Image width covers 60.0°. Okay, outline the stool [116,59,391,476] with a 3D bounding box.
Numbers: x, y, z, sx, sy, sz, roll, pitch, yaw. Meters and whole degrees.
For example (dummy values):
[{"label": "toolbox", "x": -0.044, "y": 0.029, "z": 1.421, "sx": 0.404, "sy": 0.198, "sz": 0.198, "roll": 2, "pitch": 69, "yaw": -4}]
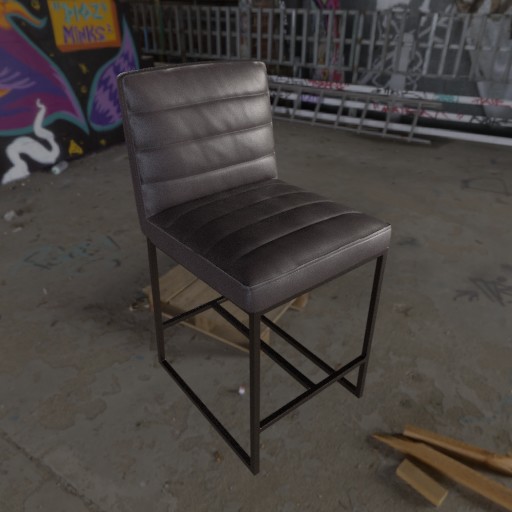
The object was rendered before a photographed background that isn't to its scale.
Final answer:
[{"label": "stool", "x": 0.000, "y": 0.000, "z": 1.233, "sx": 0.463, "sy": 0.946, "sz": 0.562, "roll": -22, "pitch": 37, "yaw": -32}]
